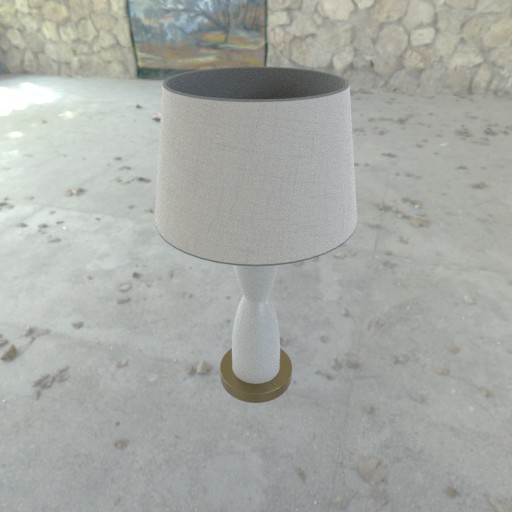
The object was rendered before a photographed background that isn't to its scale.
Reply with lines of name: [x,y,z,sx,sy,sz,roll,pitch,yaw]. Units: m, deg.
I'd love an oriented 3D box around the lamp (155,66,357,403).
lamp: [0.000,0.000,0.730,0.309,0.545,0.309,0,31,0]
